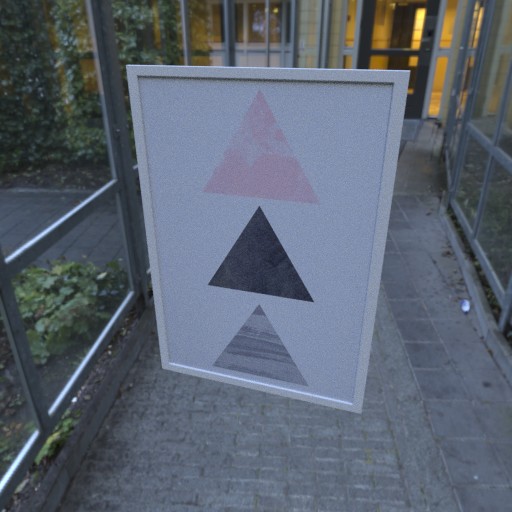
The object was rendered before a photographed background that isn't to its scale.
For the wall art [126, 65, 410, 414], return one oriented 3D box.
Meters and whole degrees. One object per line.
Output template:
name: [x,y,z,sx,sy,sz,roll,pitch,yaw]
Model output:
wall art: [0.000,0.000,1.200,0.659,0.940,0.013,8,27,16]
